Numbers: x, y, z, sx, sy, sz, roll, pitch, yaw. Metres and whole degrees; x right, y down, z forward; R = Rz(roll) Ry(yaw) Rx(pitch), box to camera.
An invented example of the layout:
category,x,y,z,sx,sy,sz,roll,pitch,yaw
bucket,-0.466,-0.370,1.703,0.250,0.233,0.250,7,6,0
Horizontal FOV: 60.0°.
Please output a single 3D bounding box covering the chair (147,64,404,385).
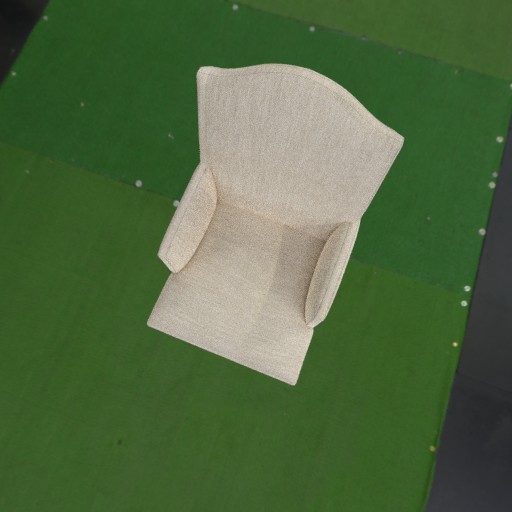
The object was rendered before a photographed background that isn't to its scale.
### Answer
category,x,y,z,sx,sy,sz,roll,pitch,yaw
chair,0.000,0.000,1.382,0.533,1.016,0.641,21,76,5
